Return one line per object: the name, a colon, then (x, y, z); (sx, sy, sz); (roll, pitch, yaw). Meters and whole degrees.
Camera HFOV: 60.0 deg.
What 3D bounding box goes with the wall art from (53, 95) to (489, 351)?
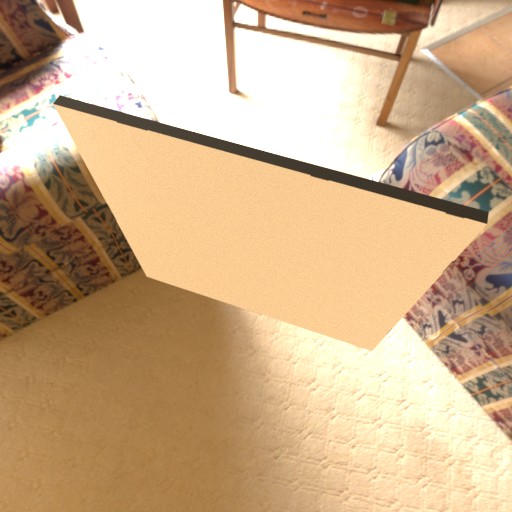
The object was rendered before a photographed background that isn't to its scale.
wall art: (0.000, 0.000, 0.633); (0.446, 0.445, 0.014); (17, 65, 8)
